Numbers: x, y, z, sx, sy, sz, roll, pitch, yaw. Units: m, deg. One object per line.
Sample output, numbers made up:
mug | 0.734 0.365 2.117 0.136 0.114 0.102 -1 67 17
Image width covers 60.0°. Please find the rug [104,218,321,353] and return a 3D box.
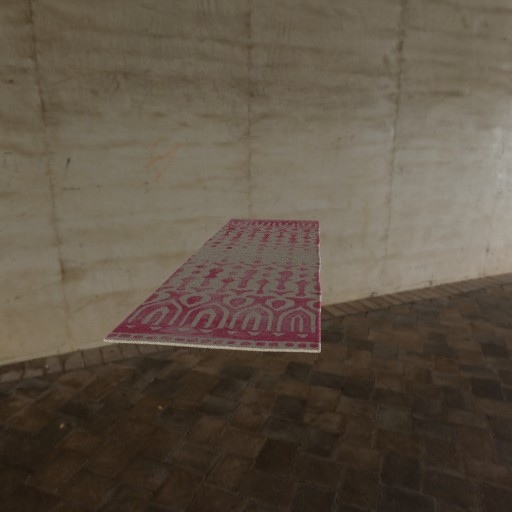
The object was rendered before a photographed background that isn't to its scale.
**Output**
rug | 0.000 0.000 2.719 0.787 0.011 2.458 2 15 8
